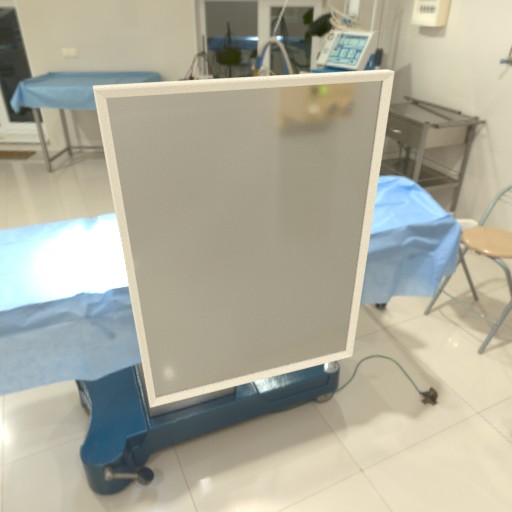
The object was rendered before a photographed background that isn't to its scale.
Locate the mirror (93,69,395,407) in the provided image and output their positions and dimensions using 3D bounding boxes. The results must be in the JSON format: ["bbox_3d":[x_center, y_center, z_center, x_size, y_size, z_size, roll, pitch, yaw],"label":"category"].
[{"bbox_3d":[0.000,0.000,1.345,0.762,1.016,0.041,-10,32,-16],"label":"mirror"}]
